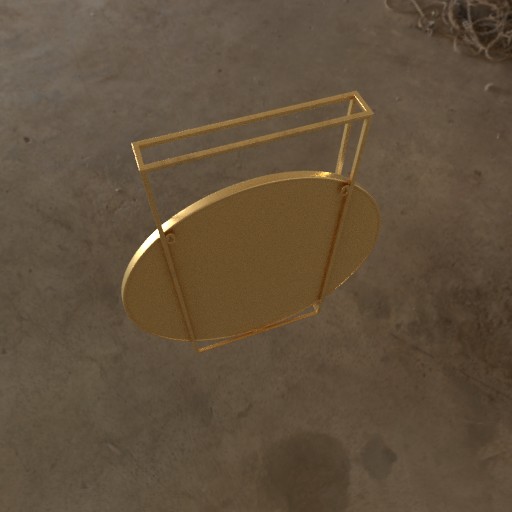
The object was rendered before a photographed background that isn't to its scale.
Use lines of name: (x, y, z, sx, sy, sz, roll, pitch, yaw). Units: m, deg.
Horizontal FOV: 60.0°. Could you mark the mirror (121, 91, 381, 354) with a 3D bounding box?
mirror: (0.000, 0.000, 0.825, 0.508, 0.603, 0.051, -16, 58, -11)
